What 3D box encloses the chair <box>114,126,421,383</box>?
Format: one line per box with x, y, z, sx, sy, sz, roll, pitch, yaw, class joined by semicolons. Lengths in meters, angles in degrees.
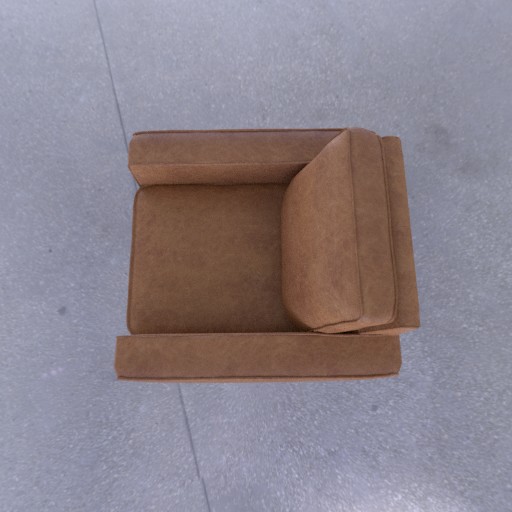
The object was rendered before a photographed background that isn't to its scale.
0.000;0.000;1.748;1.027;0.901;0.987;-4;75;-1;chair
